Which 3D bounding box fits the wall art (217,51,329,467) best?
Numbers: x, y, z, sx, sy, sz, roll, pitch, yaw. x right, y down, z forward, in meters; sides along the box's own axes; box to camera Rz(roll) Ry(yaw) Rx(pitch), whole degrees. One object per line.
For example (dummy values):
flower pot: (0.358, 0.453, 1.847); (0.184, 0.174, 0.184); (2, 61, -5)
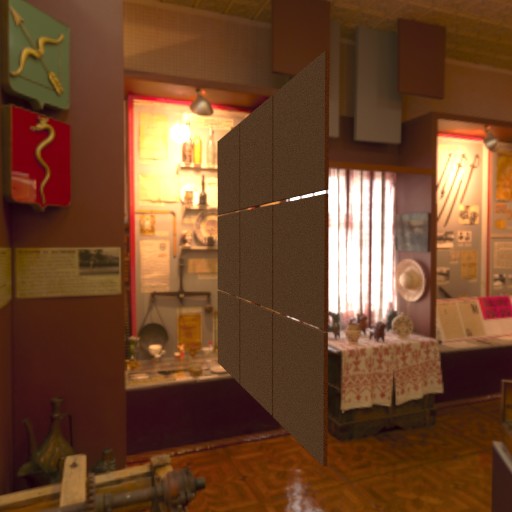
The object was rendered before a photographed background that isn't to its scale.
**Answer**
wall art: (0.000, 0.000, 1.868); (0.013, 1.216, 1.216); (-1, 2, -20)
